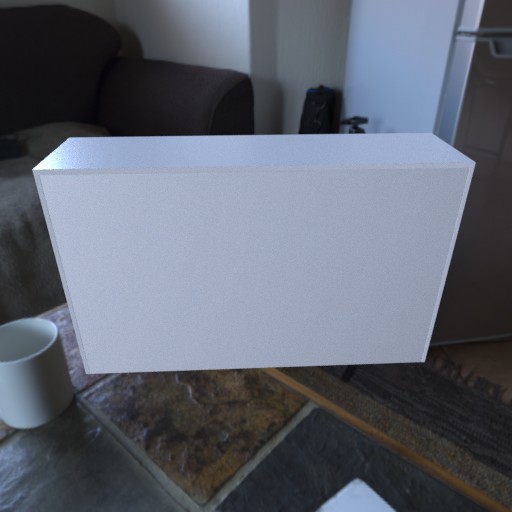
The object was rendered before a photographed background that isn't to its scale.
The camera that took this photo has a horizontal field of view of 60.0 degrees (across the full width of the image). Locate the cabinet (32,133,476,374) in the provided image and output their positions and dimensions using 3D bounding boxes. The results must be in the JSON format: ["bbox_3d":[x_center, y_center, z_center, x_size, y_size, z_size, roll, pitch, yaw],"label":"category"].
[{"bbox_3d":[0.000,0.000,1.837,1.450,0.900,0.380,-1,30,-2],"label":"cabinet"}]
